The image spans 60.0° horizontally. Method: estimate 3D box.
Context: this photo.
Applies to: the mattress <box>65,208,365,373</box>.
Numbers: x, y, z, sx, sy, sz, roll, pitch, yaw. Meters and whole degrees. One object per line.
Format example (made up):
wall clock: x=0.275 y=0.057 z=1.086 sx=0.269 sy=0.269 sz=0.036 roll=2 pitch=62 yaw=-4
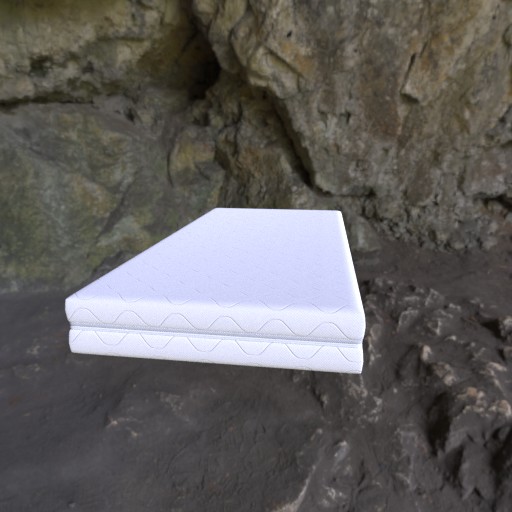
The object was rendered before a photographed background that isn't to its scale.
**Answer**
mattress: x=0.000 y=0.000 z=2.209 sx=0.900 sy=0.200 sz=1.900 roll=2 pitch=15 yaw=8
